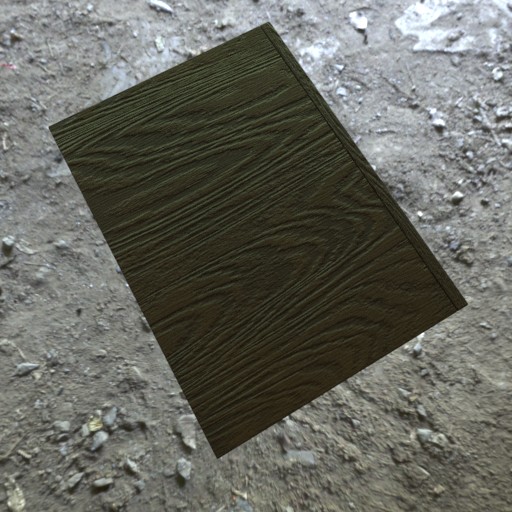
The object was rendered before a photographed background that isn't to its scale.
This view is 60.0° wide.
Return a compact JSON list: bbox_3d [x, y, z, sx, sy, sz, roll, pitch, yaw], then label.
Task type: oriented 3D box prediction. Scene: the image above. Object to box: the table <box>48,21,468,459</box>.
[{"bbox_3d":[0.000,0.000,0.948,0.439,0.585,0.560,-29,77,-7],"label":"table"}]
